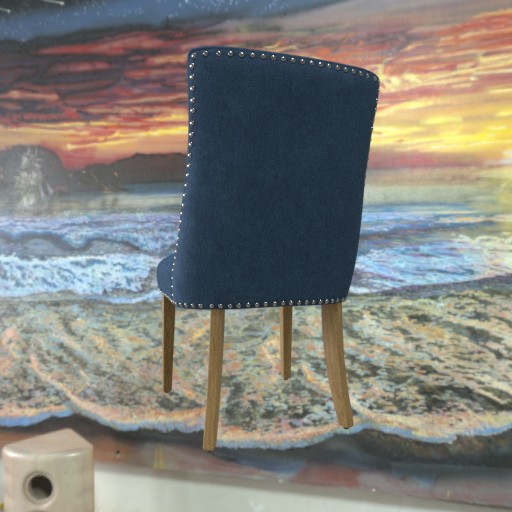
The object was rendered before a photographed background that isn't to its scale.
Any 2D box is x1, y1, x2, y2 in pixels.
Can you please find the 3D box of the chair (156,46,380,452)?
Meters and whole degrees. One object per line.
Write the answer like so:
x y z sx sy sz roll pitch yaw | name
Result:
0.000 0.000 1.252 0.495 0.902 0.610 0 1 -19 | chair
